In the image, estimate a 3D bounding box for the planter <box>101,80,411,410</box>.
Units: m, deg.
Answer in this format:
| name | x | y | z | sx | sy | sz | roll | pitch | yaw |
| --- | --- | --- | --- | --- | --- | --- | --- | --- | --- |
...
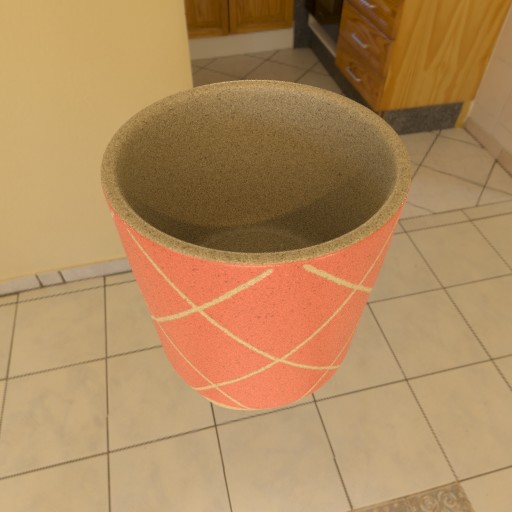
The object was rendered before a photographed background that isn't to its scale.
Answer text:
| name | x | y | z | sx | sy | sz | roll | pitch | yaw |
| --- | --- | --- | --- | --- | --- | --- | --- | --- | --- |
| planter | 0.000 | 0.000 | 0.417 | 0.227 | 0.235 | 0.227 | 0 | 48 | 0 |
